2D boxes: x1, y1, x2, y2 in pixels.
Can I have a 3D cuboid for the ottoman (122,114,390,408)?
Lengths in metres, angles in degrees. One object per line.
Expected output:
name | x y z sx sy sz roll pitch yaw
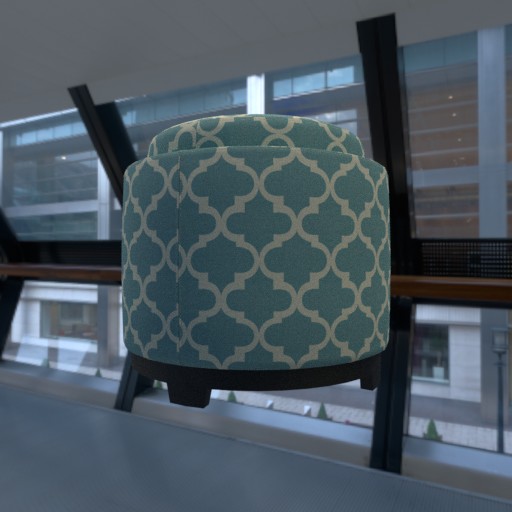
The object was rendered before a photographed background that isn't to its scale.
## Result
ottoman | 0.000 0.000 0.827 0.480 0.429 0.480 0 -1 0
